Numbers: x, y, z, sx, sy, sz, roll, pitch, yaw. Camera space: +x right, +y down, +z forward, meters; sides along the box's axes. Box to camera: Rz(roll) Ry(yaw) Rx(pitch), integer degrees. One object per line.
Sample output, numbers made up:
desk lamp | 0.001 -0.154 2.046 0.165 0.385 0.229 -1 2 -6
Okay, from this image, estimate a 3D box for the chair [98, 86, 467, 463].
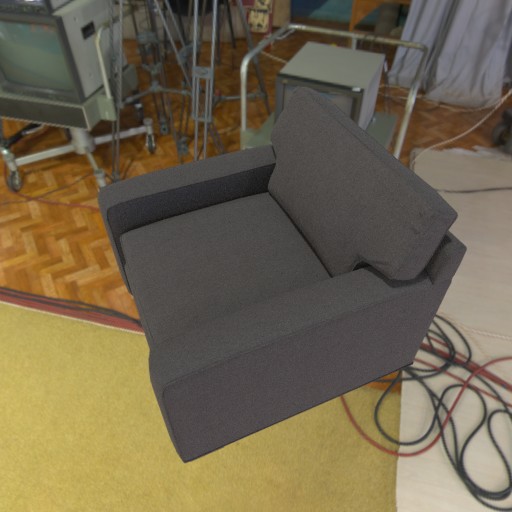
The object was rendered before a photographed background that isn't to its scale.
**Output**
chair | 0.000 0.000 1.772 1.043 0.913 0.997 -17 48 -16
